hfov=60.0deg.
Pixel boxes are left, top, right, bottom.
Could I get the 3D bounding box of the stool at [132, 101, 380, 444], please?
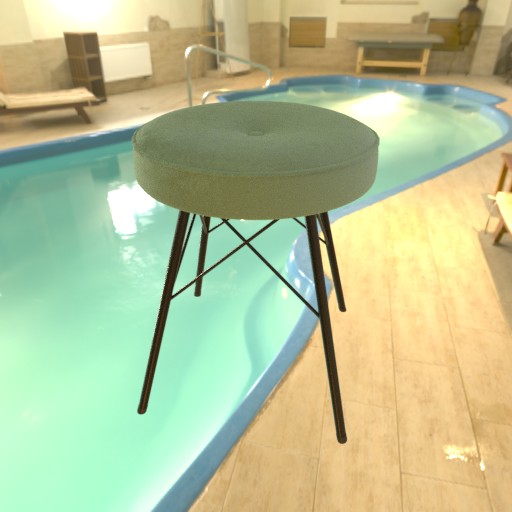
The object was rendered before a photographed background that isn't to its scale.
[{"bbox_3d":[0.000,0.000,0.868,0.457,0.519,0.458,10,32,16],"label":"stool"}]
